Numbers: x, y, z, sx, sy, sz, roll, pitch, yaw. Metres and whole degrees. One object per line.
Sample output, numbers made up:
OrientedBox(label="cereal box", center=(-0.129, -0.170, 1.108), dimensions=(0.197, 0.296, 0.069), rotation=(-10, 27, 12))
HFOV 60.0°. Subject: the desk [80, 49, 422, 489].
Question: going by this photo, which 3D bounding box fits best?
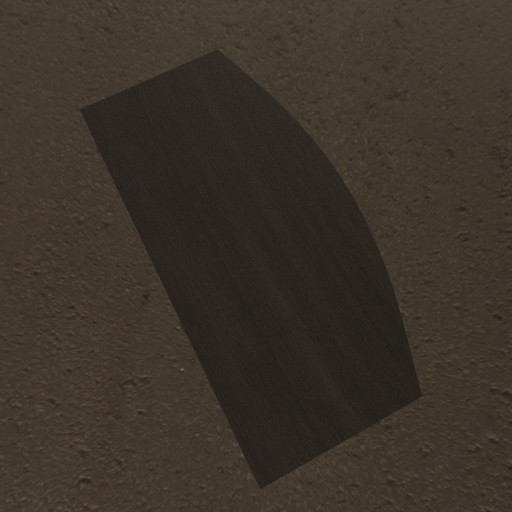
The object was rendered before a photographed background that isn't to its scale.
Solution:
OrientedBox(label="desk", center=(0.000, 0.000, 2.052), dimensions=(0.802, 0.750, 1.600), rotation=(-27, 77, -7))
